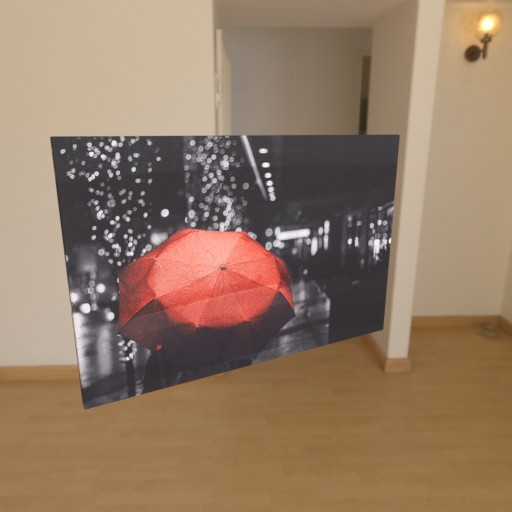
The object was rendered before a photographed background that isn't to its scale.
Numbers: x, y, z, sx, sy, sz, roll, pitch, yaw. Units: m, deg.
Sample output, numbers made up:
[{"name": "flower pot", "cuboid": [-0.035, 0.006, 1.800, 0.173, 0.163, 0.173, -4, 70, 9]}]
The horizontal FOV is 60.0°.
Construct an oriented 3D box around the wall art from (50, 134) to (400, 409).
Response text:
[{"name": "wall art", "cuboid": [0.000, 0.000, 1.160, 0.914, 0.609, 0.038, -8, 18, -27]}]
